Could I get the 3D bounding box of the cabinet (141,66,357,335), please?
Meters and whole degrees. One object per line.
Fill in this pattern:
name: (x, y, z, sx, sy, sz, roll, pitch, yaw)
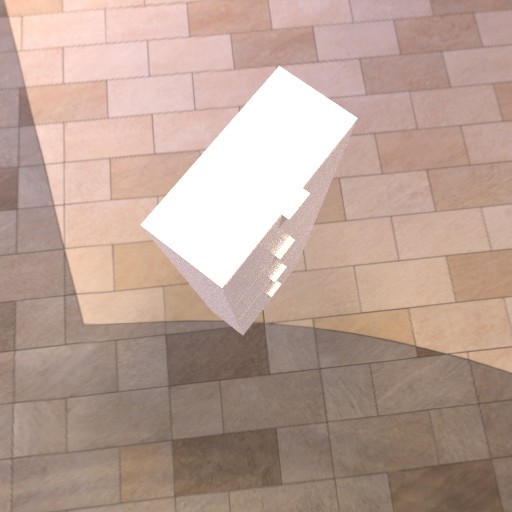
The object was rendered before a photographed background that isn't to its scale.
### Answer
cabinet: (0.000, 0.000, 1.821, 0.255, 1.630, 0.520, 37, 79, 8)
